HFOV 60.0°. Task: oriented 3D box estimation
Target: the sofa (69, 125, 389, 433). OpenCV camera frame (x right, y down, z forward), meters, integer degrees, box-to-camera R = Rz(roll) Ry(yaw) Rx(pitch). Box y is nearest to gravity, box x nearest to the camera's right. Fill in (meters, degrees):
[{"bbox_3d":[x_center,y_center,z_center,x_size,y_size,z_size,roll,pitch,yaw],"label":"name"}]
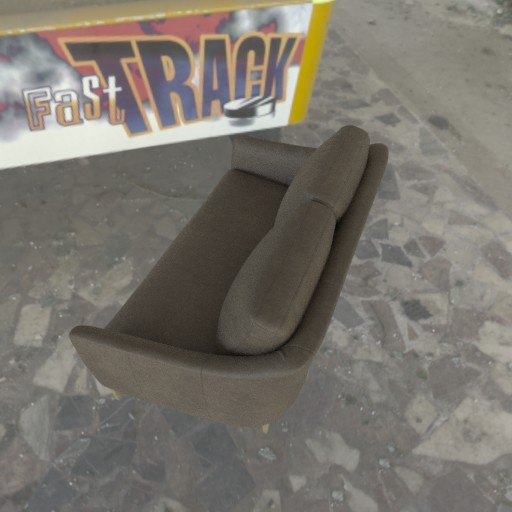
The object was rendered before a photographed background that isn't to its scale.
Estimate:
[{"bbox_3d":[0.000,0.000,2.215,0.960,0.902,1.619,17,48,15],"label":"sofa"}]
